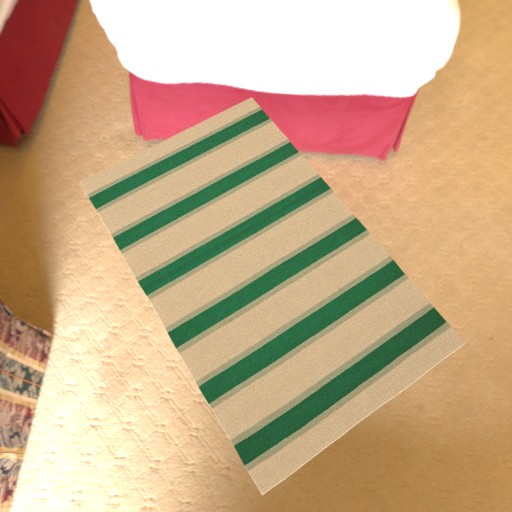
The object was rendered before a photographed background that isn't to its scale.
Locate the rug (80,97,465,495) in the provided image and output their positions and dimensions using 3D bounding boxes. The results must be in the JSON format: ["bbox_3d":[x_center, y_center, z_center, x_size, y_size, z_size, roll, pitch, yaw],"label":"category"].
[{"bbox_3d":[0.000,0.000,3.009,1.521,0.015,2.436,-31,68,-14],"label":"rug"}]
